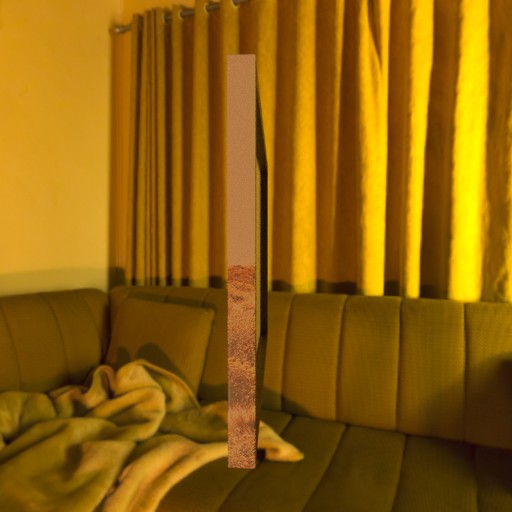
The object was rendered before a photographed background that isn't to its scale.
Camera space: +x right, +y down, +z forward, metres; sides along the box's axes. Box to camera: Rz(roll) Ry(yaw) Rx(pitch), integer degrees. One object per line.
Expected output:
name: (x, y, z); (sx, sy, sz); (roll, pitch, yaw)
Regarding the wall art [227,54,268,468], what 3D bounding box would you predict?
wall art: (0.000, 0.000, 1.383); (0.051, 0.761, 1.138); (0, 1, 3)
